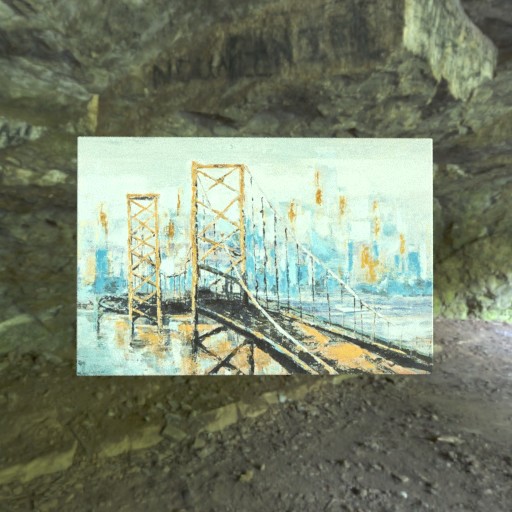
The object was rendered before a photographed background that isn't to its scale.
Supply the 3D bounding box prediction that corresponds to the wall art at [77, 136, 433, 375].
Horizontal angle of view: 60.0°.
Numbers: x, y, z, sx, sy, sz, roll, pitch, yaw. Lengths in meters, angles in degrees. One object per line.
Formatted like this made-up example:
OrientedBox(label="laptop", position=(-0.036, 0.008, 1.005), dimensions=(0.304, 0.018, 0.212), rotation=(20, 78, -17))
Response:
OrientedBox(label="wall art", position=(0.000, 0.000, 1.153), dimensions=(0.913, 0.609, 0.038), rotation=(0, 0, -1))
